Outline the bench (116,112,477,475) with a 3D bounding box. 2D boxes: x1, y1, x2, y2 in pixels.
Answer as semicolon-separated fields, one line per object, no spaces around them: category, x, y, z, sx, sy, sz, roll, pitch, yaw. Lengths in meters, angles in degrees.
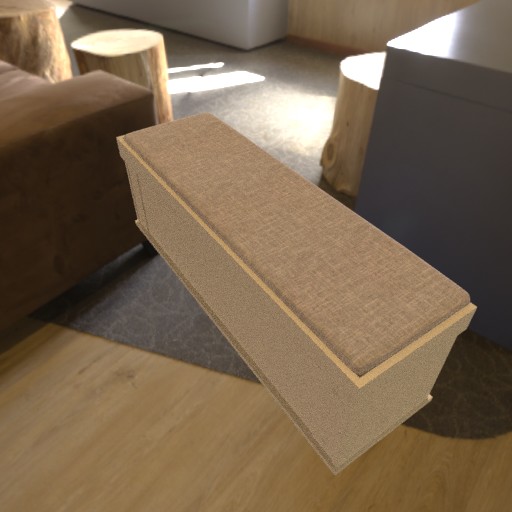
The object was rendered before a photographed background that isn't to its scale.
bench;0.000;0.000;1.391;0.363;0.453;1.196;-24;47;-25
